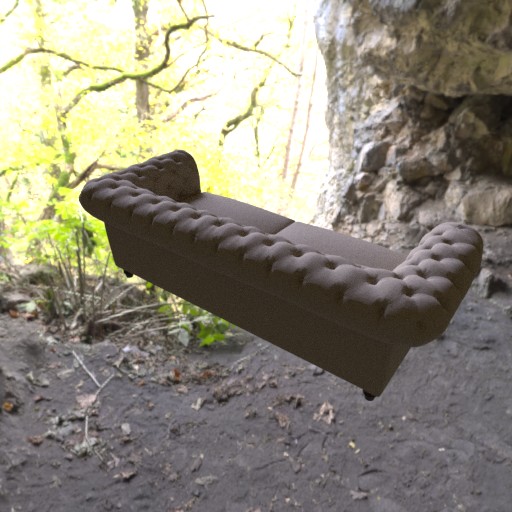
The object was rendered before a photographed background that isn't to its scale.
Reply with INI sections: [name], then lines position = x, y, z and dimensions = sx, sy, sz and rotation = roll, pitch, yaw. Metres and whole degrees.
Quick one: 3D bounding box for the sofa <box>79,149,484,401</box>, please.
[sofa]
position = 0.000, 0.000, 3.103
dimensions = 2.694, 0.847, 1.076
rotation = 21, 37, 31
